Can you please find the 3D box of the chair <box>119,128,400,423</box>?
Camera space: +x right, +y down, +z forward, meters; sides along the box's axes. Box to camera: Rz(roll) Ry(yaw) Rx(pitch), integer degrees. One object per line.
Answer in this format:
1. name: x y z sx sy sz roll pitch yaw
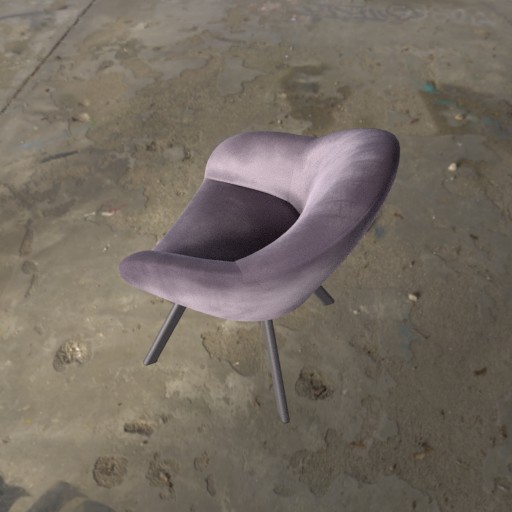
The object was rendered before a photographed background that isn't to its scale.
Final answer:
1. chair: 0.000 0.000 1.206 0.590 0.795 0.550 18 50 15
